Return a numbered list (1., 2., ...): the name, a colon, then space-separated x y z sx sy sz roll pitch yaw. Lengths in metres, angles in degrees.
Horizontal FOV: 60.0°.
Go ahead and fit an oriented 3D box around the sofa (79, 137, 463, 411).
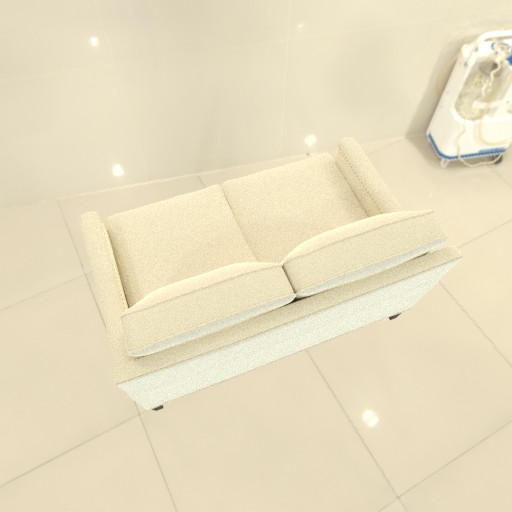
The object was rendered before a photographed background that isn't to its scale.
1. sofa: 0.000 0.000 2.301 1.597 1.003 1.084 -18 60 -11
